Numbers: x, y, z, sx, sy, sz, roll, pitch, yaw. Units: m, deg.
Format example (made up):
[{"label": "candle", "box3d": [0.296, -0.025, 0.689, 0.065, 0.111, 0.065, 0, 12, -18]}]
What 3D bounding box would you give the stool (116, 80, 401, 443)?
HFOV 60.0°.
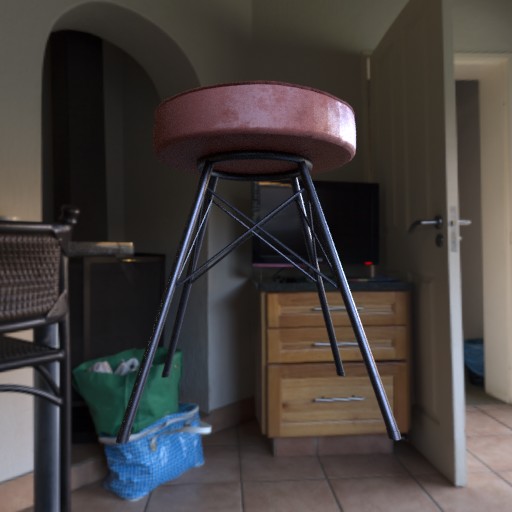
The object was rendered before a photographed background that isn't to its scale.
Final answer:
[{"label": "stool", "box3d": [0.000, 0.000, 0.914, 0.457, 0.593, 0.421, 0, -1, -2]}]
